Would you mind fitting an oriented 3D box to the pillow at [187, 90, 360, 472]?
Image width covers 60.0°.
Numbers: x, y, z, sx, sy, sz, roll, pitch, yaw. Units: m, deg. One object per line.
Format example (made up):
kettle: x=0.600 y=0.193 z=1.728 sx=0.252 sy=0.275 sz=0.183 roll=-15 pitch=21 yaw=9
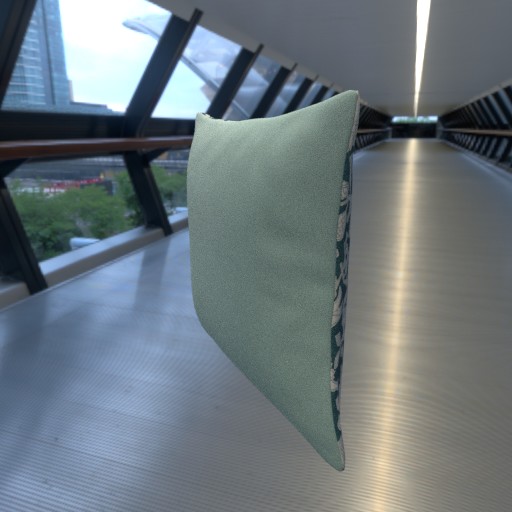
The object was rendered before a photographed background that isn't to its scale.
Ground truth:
pillow: x=0.000 y=0.000 z=0.782 sx=0.166 sy=0.508 sz=0.525 roll=-7 pitch=17 yaw=-26
